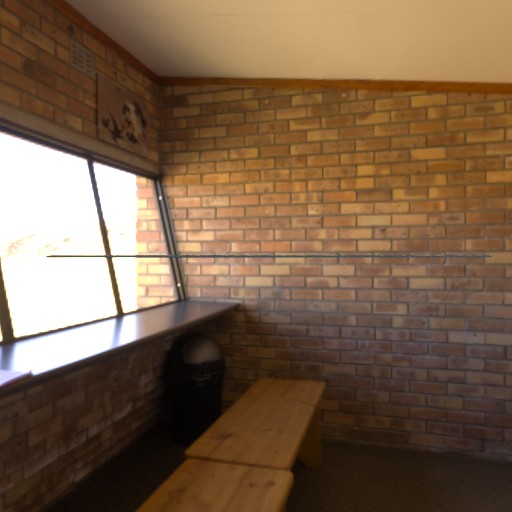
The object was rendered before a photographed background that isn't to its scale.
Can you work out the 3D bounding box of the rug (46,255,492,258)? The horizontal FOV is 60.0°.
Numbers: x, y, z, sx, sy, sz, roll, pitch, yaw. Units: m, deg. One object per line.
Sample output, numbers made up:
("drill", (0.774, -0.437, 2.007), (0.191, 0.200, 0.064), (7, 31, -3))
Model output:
("rug", (0.000, 0.000, 2.831), (2.205, 0.012, 1.554), (0, 0, -16))
